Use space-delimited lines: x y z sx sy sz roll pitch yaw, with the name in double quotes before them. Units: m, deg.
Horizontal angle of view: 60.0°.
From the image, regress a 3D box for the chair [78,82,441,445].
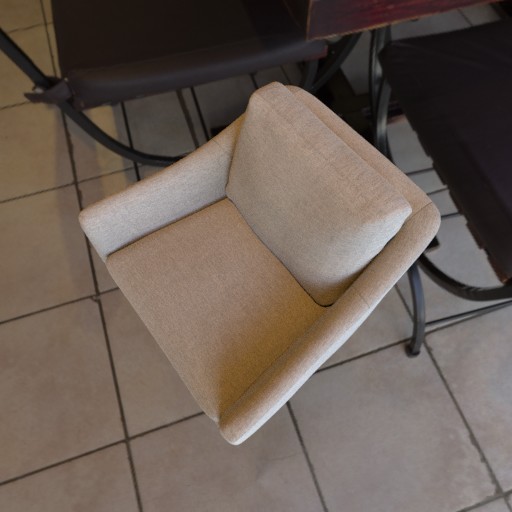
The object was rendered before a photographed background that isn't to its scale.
"chair" 0.000 0.000 1.692 0.961 0.902 0.986 -34 68 -16
